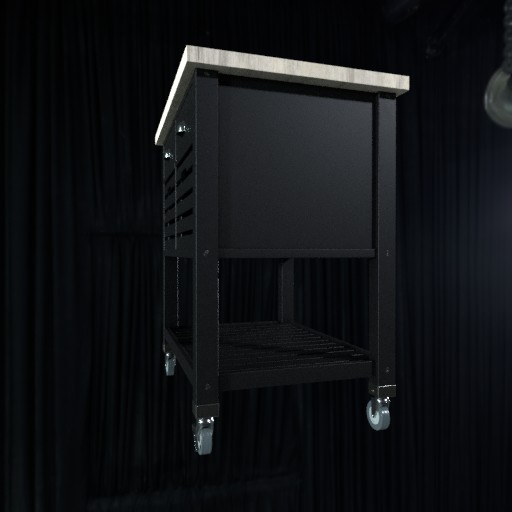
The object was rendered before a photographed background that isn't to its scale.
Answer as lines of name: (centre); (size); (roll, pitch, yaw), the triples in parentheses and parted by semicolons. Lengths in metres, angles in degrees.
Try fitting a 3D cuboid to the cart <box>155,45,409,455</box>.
cart: (0.000, 0.000, 1.427); (0.567, 0.920, 0.797); (0, 1, -18)
